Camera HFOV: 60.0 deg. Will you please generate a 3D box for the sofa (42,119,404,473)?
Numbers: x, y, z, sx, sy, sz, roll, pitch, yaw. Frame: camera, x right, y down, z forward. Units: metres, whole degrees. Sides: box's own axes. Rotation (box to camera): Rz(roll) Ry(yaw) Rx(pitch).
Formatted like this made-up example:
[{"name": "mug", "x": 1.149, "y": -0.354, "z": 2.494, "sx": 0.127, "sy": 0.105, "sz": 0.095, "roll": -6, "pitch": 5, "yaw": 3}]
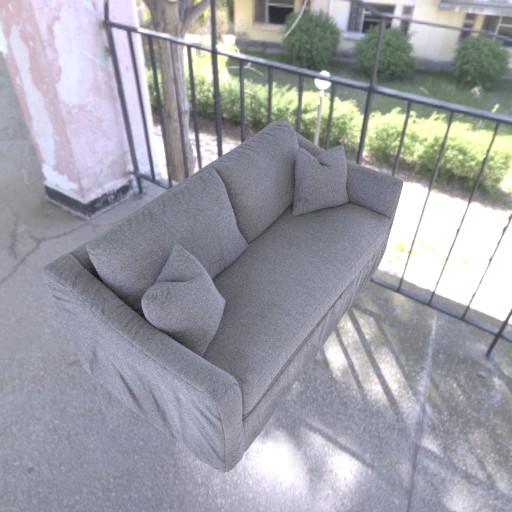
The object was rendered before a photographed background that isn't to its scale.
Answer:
[{"name": "sofa", "x": 0.000, "y": 0.000, "z": 2.657, "sx": 1.072, "sy": 1.018, "sz": 2.010, "roll": 24, "pitch": 46, "yaw": 26}]
